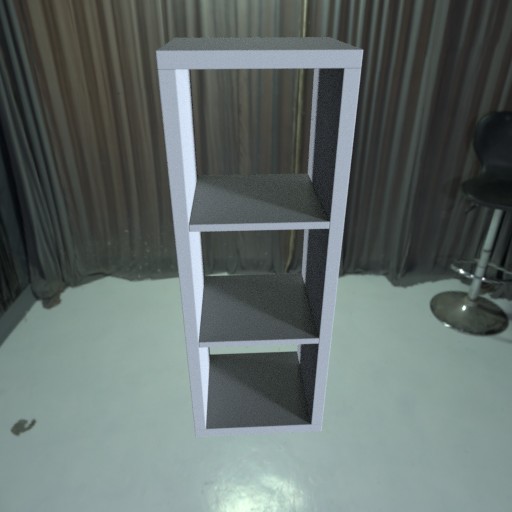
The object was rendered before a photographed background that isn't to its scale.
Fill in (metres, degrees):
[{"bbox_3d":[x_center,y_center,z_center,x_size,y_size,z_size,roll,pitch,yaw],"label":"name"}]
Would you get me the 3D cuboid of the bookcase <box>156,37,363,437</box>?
[{"bbox_3d":[0.000,0.000,1.243,0.390,1.080,0.330,-1,30,-3],"label":"bookcase"}]
